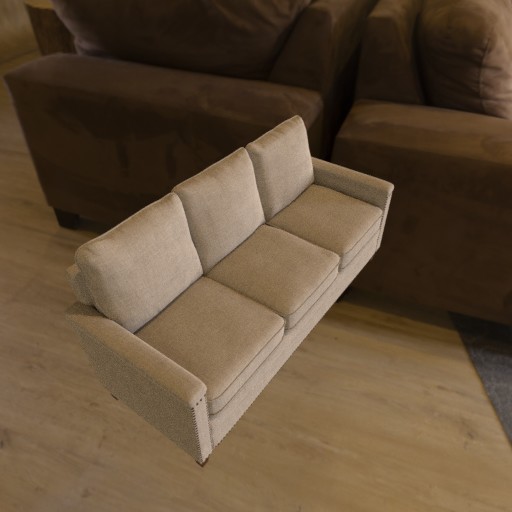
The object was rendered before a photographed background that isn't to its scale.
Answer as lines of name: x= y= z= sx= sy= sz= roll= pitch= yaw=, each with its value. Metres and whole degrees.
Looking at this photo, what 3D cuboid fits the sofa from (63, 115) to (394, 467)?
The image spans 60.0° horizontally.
sofa: x=0.000 y=0.000 z=2.492 sx=0.828 sy=0.959 sz=1.925 roll=25 pitch=46 yaw=27
